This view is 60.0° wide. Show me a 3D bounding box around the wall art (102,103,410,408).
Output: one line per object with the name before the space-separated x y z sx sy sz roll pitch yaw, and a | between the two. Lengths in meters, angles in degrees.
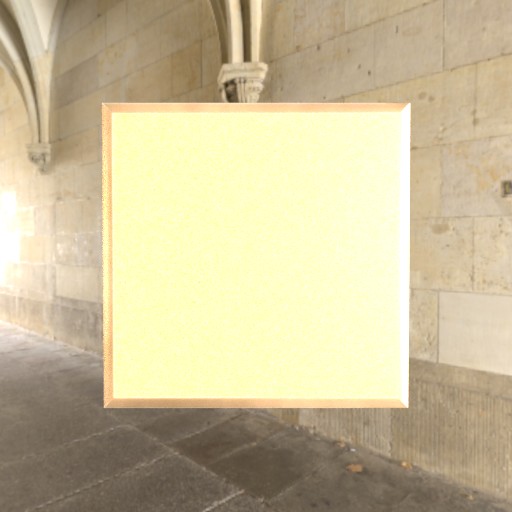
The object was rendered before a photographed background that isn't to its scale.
wall art | 0.000 0.000 0.460 0.305 0.303 0.038 0 1 0
